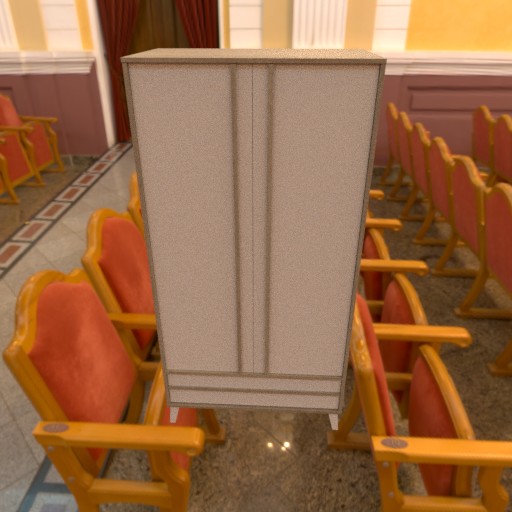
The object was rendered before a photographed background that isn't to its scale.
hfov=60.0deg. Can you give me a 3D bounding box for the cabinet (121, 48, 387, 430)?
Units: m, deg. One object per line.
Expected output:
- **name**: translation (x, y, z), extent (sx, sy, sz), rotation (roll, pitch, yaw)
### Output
- **cabinet**: translation (0.000, 0.000, 2.394), extent (1.006, 1.999, 0.571), rotation (1, 28, 3)
